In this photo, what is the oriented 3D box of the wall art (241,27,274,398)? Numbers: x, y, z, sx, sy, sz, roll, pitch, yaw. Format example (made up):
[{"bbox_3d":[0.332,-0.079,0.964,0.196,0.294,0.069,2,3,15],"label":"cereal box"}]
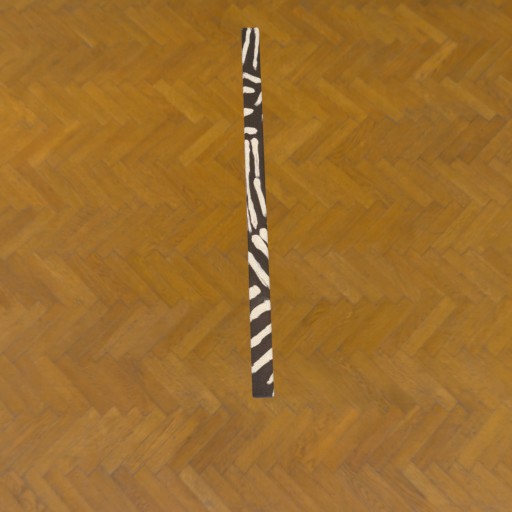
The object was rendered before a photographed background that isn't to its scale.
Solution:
[{"bbox_3d":[0.000,0.000,1.357,0.038,1.017,0.765,-2,76,0],"label":"wall art"}]
